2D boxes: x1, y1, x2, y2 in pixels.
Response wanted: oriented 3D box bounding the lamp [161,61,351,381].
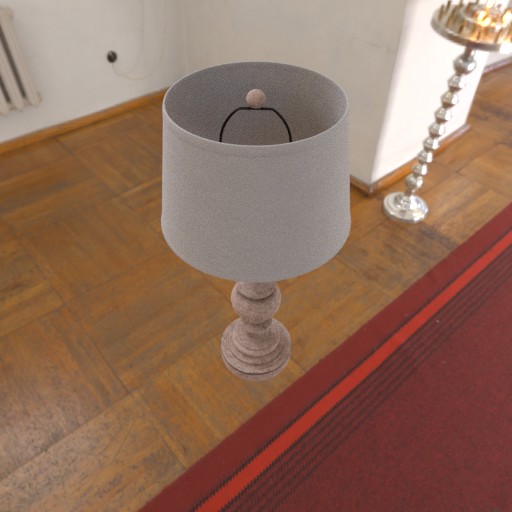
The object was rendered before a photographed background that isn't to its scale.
[{"bbox_3d":[0.000,0.000,0.882,0.340,0.678,0.340,0,45,0],"label":"lamp"}]
